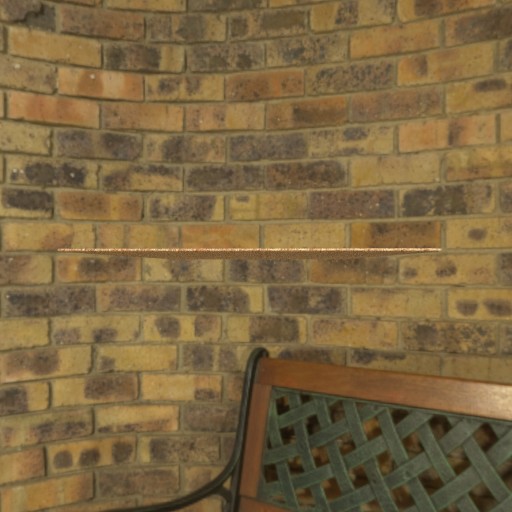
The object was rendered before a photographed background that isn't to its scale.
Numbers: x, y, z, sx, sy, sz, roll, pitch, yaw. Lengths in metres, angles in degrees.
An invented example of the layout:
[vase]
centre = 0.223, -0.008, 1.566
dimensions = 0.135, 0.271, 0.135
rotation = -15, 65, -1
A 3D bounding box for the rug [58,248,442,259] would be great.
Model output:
[rug]
centre = 0.000, 0.000, 2.813
dimensions = 1.566, 0.013, 2.141
rotation = 0, -1, 1
